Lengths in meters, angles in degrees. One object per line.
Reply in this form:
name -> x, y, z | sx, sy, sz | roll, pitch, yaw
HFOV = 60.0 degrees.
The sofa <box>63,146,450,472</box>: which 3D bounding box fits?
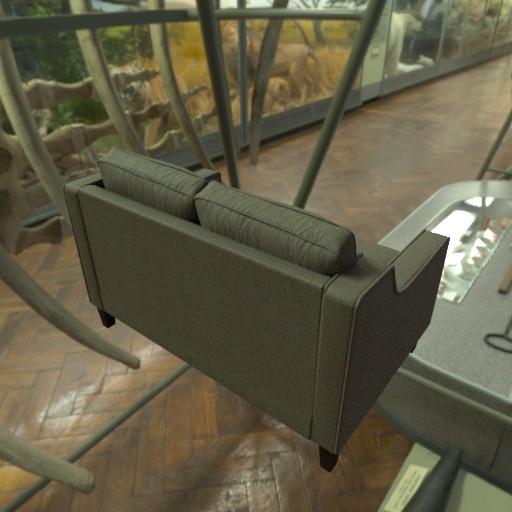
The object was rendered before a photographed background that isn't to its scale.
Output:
sofa -> 0.000, 0.000, 2.132 | 1.503, 0.981, 0.985 | 21, 36, 32
